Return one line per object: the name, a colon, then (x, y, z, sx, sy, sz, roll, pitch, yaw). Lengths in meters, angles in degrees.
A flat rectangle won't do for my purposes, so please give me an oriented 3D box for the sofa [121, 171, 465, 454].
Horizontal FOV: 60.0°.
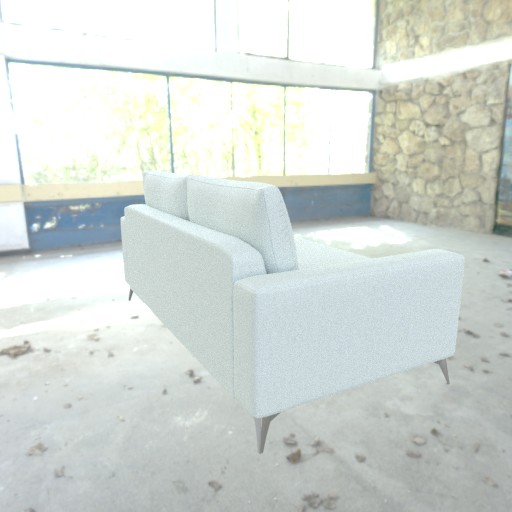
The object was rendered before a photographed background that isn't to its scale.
sofa: (0.000, 0.000, 2.138, 0.920, 0.790, 1.650, -7, 15, -28)
